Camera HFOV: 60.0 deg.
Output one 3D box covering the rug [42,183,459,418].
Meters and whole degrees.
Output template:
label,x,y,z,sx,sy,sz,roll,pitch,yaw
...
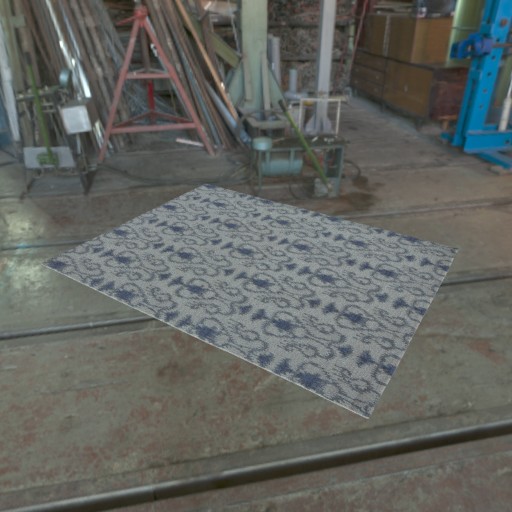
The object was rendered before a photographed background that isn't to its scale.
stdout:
label,x,y,z,sx,sy,sz,roll,pitch,yaw
rug,0.000,0.000,4.254,3.205,0.015,2.437,18,35,28
